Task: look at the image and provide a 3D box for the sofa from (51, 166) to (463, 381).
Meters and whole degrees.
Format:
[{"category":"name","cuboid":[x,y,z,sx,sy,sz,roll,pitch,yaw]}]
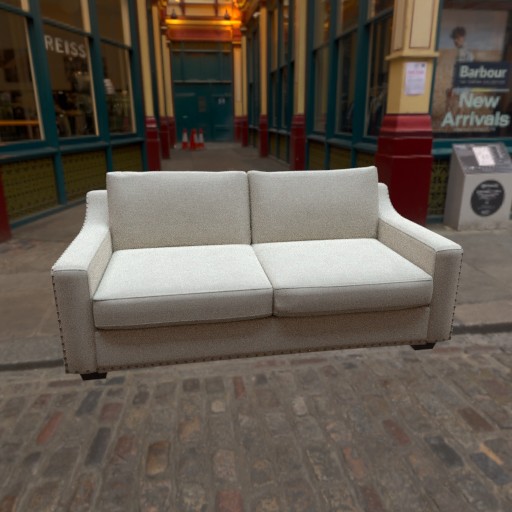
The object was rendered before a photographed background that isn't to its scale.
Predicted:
[{"category":"sofa","cuboid":[0.000,0.000,2.730,2.107,0.983,1.104,-3,18,-9]}]
